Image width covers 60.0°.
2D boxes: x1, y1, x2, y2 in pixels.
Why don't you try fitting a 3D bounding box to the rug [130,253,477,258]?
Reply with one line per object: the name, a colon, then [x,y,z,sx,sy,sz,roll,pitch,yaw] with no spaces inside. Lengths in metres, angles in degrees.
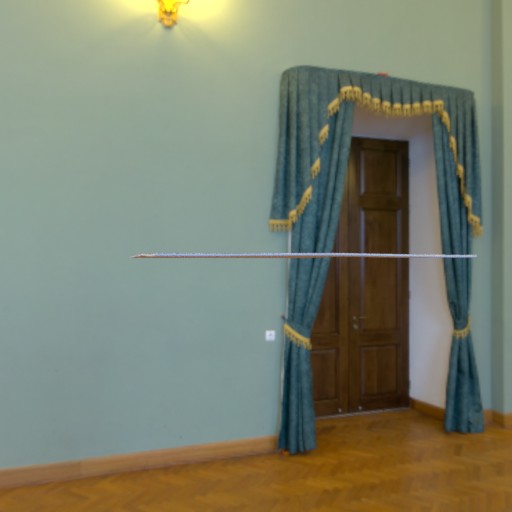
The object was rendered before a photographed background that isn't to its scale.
rug: [0.000,0.000,3.102,1.609,0.030,2.342,0,0,-18]
